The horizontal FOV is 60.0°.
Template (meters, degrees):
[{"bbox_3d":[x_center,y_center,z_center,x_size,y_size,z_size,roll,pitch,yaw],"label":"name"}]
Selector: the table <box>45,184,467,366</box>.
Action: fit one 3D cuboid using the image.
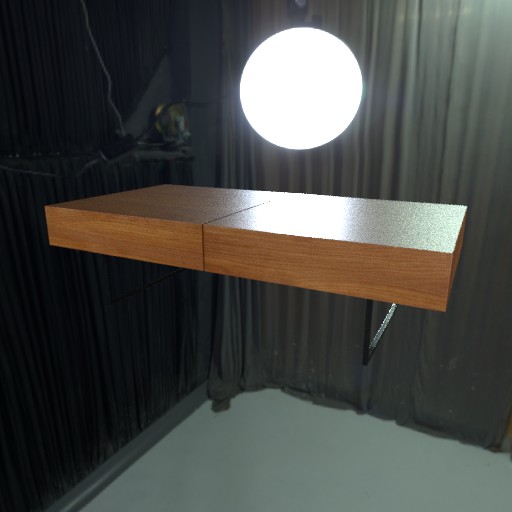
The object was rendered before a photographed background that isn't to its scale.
[{"bbox_3d":[0.000,0.000,1.452,1.194,0.330,0.610,8,18,26],"label":"table"}]
